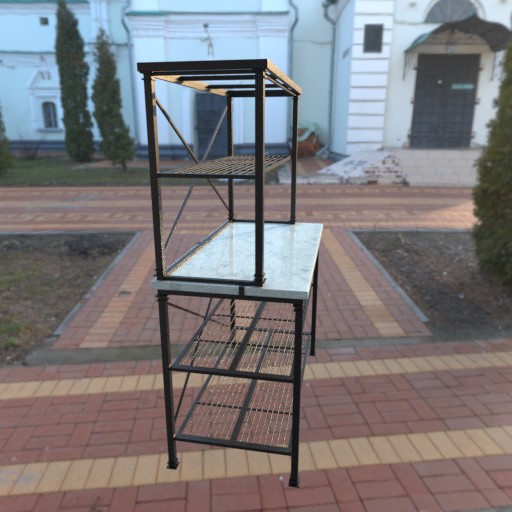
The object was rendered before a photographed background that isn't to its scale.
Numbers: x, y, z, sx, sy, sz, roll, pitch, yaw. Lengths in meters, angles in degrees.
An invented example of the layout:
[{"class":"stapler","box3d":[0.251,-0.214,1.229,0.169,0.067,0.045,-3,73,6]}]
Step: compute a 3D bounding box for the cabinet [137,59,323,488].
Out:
[{"class":"cabinet","box3d":[0.000,0.000,2.227,0.610,1.659,1.210,3,16,10]}]
